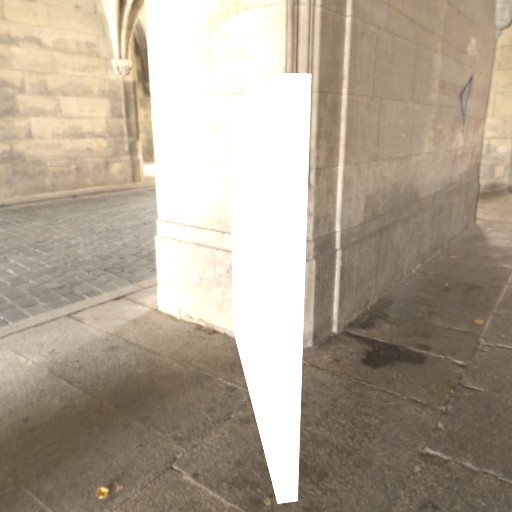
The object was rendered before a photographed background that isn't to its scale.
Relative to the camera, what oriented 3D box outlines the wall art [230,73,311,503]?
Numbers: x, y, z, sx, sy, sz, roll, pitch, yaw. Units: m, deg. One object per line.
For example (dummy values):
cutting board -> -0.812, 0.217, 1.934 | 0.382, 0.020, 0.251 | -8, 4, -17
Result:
wall art -> 0.000, 0.000, 0.809 | 0.028, 0.559, 0.559 | -3, 16, -9
